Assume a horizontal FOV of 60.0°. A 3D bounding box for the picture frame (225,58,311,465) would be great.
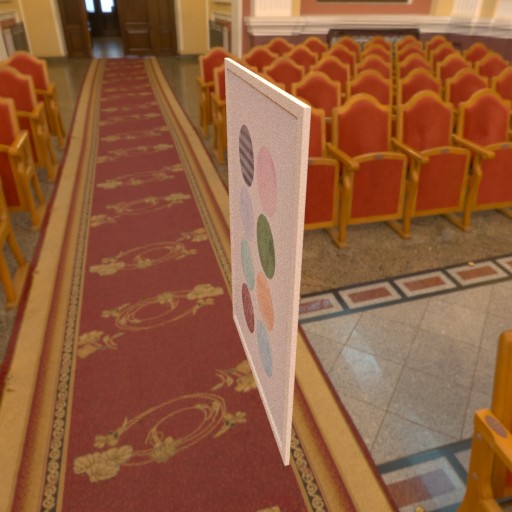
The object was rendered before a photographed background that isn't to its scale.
[{"bbox_3d":[0.000,0.000,1.234,0.013,0.940,0.659,-8,32,-13],"label":"picture frame"}]
